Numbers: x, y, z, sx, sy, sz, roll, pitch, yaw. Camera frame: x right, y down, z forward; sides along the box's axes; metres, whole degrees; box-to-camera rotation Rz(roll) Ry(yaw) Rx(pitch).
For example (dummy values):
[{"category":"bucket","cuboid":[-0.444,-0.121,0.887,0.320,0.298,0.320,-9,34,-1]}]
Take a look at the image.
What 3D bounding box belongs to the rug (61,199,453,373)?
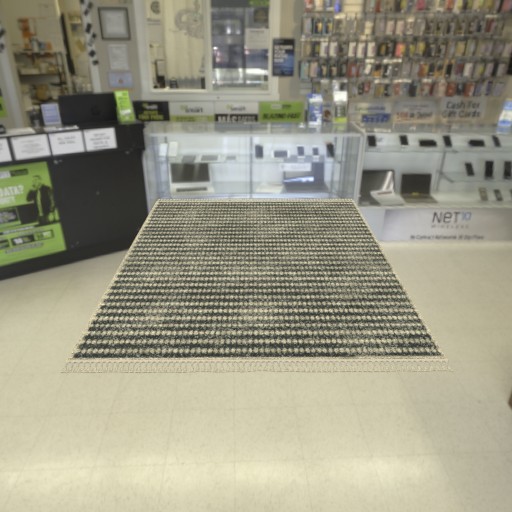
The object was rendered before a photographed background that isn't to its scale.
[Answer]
[{"category":"rug","cuboid":[0.000,0.000,3.824,2.256,0.013,2.910,0,27,0]}]
